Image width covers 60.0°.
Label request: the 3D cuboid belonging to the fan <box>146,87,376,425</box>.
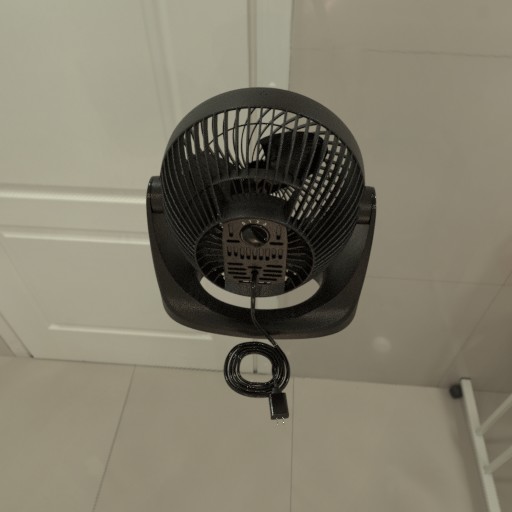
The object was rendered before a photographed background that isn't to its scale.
[{"bbox_3d":[0.000,0.000,0.477,0.273,0.277,0.256,3,47,3],"label":"fan"}]
